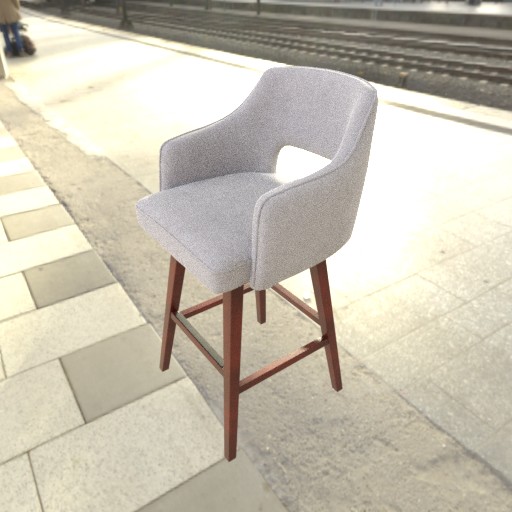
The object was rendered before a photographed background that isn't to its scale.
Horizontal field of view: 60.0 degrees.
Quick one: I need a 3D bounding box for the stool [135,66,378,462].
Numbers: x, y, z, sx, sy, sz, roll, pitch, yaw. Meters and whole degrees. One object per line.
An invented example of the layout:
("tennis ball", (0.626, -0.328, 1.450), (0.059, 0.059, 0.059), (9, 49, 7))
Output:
("stool", (0.000, 0.000, 1.354), (0.558, 1.012, 0.548), (-21, 37, -30))
